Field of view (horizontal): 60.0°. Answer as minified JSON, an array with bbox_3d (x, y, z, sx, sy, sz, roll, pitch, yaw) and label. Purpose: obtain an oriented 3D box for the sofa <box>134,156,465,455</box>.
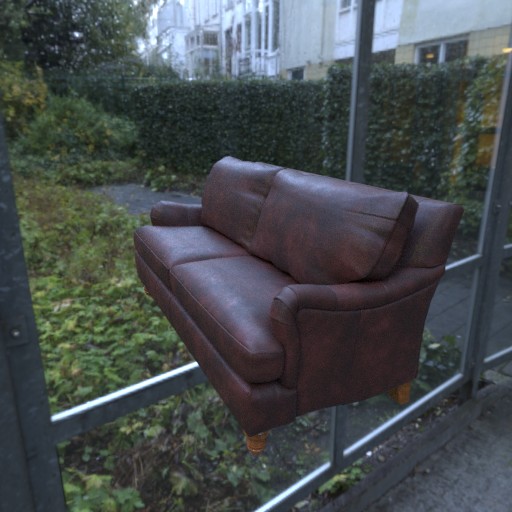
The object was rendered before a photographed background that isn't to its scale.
[{"bbox_3d":[0.000,0.000,2.779,1.147,1.071,2.144,-9,20,-25],"label":"sofa"}]
